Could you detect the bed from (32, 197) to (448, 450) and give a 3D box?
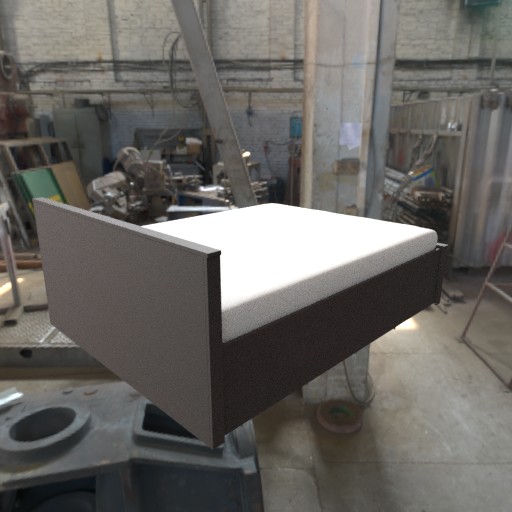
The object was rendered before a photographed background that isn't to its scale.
[{"bbox_3d":[0.000,0.000,2.892,1.634,0.808,2.103,16,23,43],"label":"bed"}]
